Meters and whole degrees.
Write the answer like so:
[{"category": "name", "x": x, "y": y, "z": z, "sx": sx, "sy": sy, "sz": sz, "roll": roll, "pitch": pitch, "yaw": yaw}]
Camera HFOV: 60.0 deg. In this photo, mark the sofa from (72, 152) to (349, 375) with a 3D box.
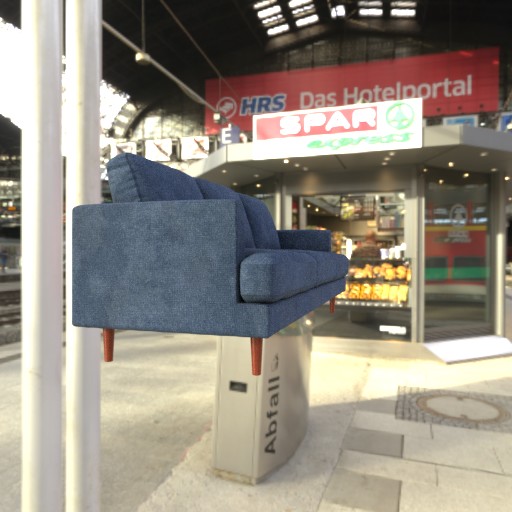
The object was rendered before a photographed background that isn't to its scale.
[{"category": "sofa", "x": 0.000, "y": 0.000, "z": 2.769, "sx": 0.903, "sy": 0.930, "sz": 2.246, "roll": 0, "pitch": 0, "yaw": 18}]
